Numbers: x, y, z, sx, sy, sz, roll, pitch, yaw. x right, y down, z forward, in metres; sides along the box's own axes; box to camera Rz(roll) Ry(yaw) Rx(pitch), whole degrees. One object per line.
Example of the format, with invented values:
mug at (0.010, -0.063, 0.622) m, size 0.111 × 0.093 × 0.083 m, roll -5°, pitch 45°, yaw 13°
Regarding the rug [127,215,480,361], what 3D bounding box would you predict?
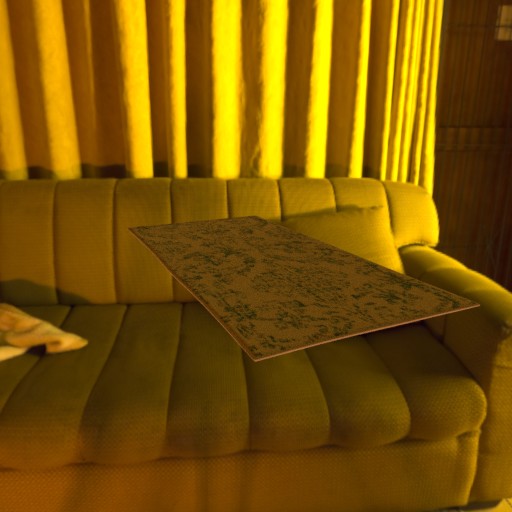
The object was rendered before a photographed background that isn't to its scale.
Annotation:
rug at (0.000, 0.000, 1.462) m, size 0.605 × 0.007 × 1.220 m, roll -8°, pitch 18°, yaw -25°
